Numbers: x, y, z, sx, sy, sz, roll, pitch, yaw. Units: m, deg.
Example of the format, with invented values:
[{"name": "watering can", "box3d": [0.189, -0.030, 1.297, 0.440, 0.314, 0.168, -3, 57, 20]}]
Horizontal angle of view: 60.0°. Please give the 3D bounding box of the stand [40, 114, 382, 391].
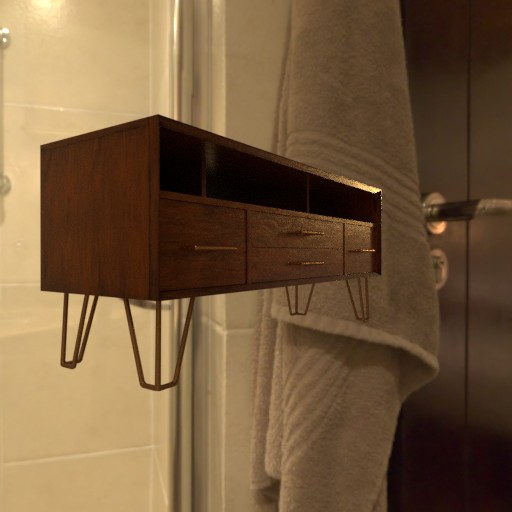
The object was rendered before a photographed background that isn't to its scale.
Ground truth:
[{"name": "stand", "box3d": [0.000, 0.000, 1.637, 0.481, 0.610, 1.372, 0, 0, 35]}]
